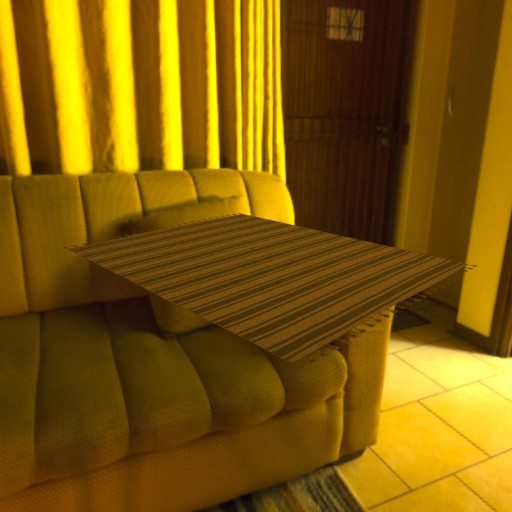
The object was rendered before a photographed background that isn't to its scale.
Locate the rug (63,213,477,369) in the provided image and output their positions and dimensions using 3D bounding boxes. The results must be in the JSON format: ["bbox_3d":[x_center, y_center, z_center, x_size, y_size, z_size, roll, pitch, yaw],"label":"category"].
[{"bbox_3d":[0.000,0.000,4.227,2.439,0.005,3.201,-16,24,-42],"label":"rug"}]
